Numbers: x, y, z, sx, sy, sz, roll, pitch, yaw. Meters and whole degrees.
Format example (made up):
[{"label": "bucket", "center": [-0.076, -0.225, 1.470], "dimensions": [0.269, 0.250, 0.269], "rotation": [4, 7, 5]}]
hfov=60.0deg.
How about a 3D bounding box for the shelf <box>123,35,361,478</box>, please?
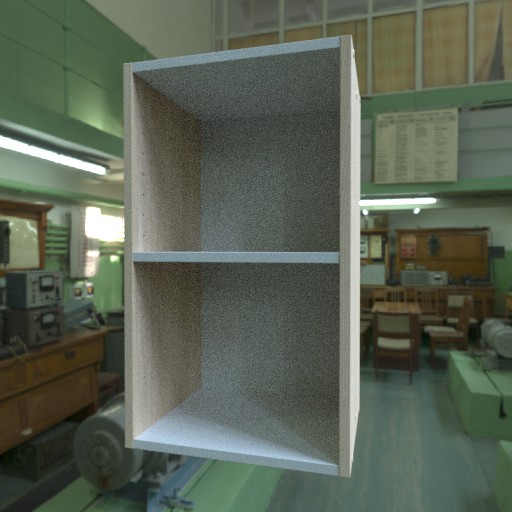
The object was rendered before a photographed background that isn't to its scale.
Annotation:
[{"label": "shelf", "center": [0.000, 0.000, 0.785], "dimensions": [0.350, 0.600, 0.290], "rotation": [0, 1, 16]}]
